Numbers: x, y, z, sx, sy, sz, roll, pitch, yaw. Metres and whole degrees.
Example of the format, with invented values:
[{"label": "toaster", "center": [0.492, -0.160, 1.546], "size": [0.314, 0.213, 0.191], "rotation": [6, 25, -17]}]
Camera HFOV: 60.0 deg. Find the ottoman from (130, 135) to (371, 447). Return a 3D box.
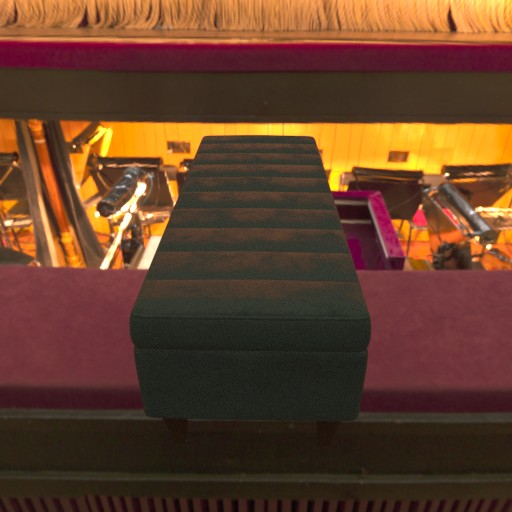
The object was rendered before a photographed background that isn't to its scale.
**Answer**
[{"label": "ottoman", "center": [0.000, 0.000, 1.429], "size": [0.482, 0.469, 1.151], "rotation": [1, 32, 1]}]
